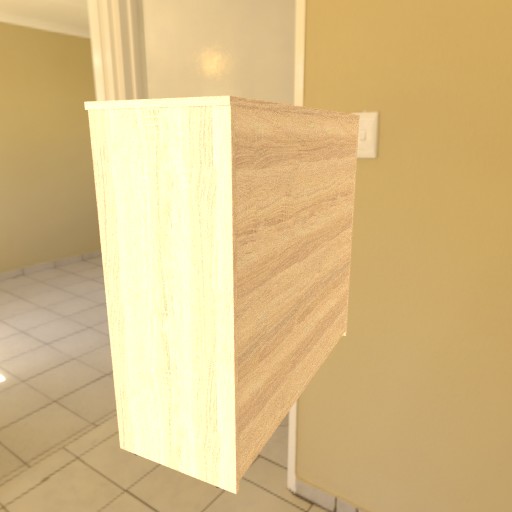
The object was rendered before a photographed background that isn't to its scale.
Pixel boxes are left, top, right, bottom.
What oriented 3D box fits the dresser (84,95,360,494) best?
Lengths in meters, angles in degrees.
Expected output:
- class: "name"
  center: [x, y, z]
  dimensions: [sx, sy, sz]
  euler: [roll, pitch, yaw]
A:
- class: "dresser"
  center: [0.000, 0.000, 1.439]
  dimensions: [0.380, 0.900, 0.980]
  euler: [8, 17, 25]
